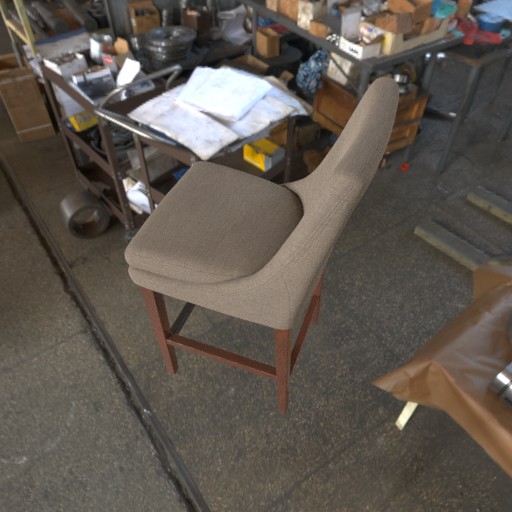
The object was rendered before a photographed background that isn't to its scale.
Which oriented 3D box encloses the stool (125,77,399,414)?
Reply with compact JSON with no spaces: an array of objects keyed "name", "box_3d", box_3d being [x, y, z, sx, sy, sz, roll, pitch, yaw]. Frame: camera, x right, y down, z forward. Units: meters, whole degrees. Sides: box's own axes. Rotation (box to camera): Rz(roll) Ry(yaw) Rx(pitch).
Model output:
[{"name":"stool","box_3d":[0.000,0.000,1.292,0.577,0.981,0.470,16,48,14]}]
